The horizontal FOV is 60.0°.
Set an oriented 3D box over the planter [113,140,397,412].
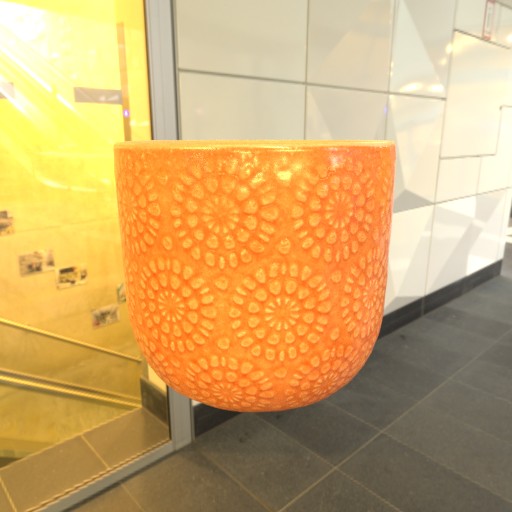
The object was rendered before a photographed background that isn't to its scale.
[{"bbox_3d":[0.000,0.000,0.288,0.170,0.152,0.170,0,15,0],"label":"planter"}]
